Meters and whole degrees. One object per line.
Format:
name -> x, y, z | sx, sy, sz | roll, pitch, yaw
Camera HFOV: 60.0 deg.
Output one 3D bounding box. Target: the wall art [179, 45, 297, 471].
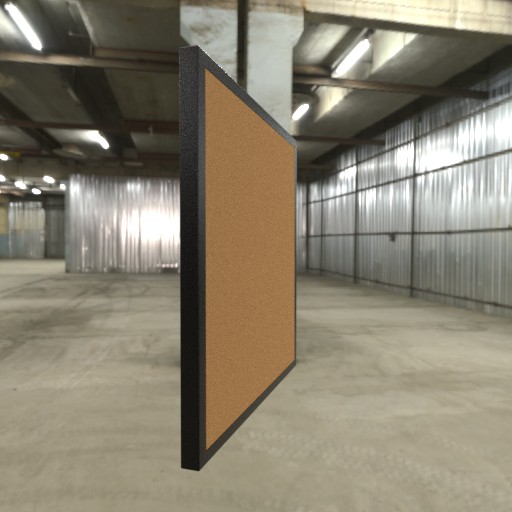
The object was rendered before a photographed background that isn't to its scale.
wall art -> 0.000, 0.000, 1.152 | 0.038, 0.761, 0.755 | 0, 1, 19
